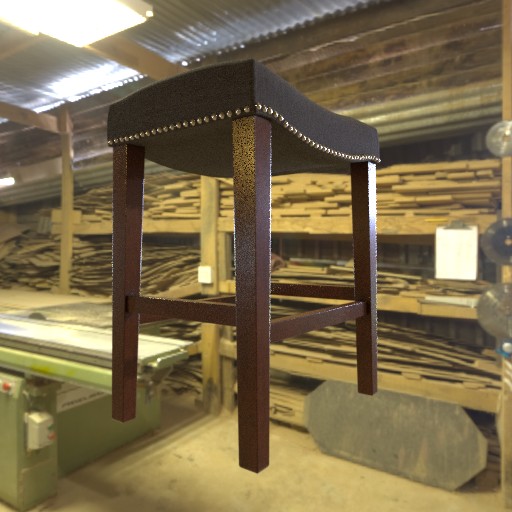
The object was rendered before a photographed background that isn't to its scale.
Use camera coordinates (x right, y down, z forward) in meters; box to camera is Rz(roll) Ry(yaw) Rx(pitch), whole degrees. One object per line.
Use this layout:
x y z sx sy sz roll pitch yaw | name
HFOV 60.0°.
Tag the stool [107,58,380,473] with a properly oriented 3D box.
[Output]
0.000 0.000 0.965 0.372 0.654 0.504 1 1 37 | stool
